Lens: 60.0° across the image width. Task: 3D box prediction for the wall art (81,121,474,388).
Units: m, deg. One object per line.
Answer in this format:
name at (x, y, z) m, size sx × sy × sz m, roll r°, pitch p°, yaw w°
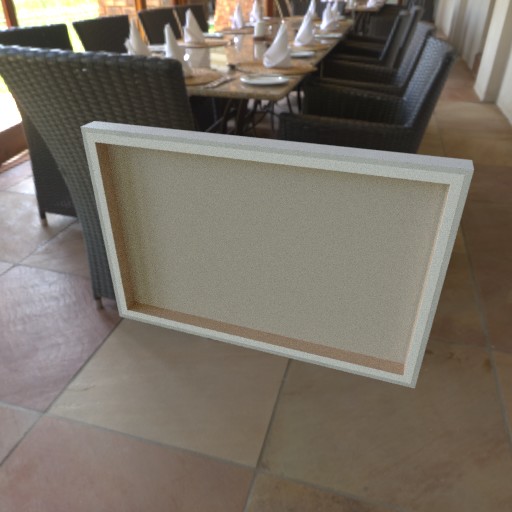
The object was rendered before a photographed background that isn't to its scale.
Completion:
wall art at (0.000, 0.000, 0.779) m, size 0.609 × 0.407 × 0.038 m, roll 10°, pitch 33°, yaw 16°
